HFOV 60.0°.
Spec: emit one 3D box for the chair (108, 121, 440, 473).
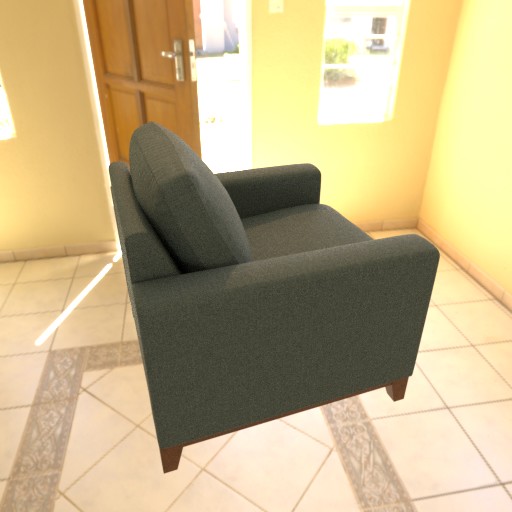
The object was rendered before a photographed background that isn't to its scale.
[{"bbox_3d":[0.000,0.000,1.838,1.038,1.010,1.024,-10,31,-17],"label":"chair"}]
